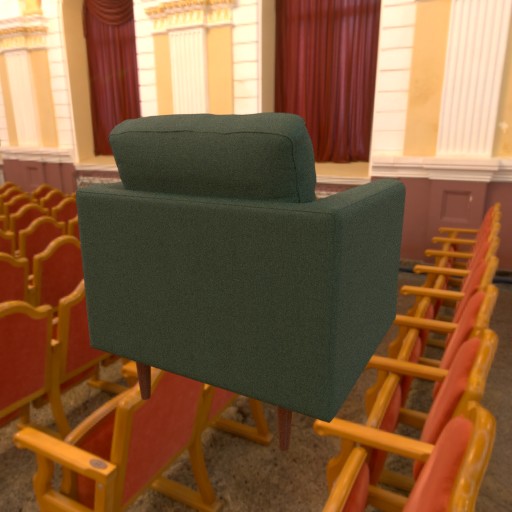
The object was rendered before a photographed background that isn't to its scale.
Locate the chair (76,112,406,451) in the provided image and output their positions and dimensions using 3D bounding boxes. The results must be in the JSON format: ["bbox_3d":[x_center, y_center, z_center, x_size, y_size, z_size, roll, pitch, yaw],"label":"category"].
[{"bbox_3d":[0.000,0.000,1.543,0.855,0.927,0.800,8,18,27],"label":"chair"}]
